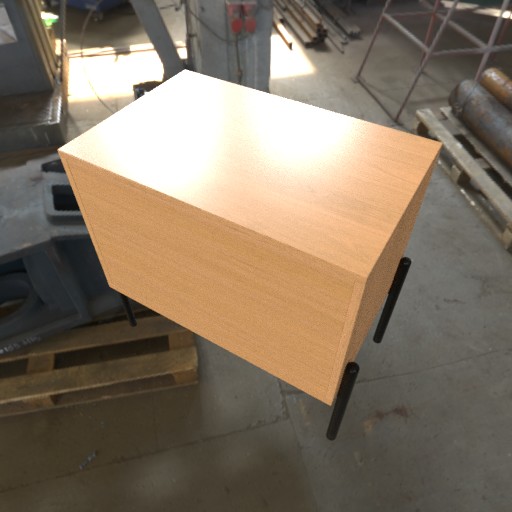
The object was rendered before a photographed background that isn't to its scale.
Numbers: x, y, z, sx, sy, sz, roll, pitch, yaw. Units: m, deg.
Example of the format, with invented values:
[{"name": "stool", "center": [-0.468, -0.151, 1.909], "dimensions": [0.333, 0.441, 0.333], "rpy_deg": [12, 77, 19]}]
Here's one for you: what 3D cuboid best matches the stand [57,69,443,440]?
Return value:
[{"name": "stand", "center": [0.000, 0.000, 1.021], "dimensions": [0.630, 0.600, 0.400], "rpy_deg": [24, 51, 21]}]
